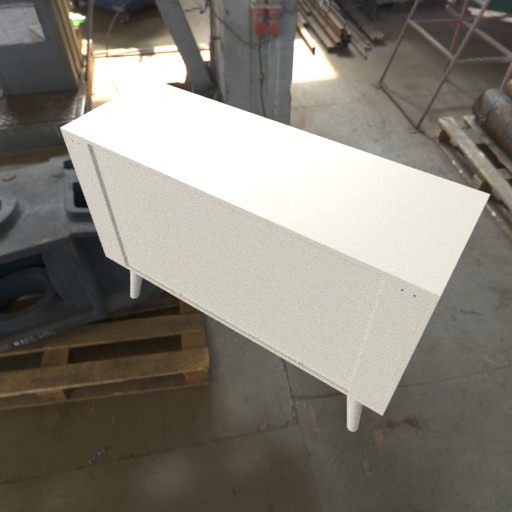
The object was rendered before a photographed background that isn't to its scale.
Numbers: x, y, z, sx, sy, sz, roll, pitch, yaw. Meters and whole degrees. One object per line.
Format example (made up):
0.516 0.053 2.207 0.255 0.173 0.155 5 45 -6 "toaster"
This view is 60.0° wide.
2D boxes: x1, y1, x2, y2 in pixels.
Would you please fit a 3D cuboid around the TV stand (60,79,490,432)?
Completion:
0.000 0.000 1.557 1.193 0.812 0.406 26 52 22 "TV stand"
